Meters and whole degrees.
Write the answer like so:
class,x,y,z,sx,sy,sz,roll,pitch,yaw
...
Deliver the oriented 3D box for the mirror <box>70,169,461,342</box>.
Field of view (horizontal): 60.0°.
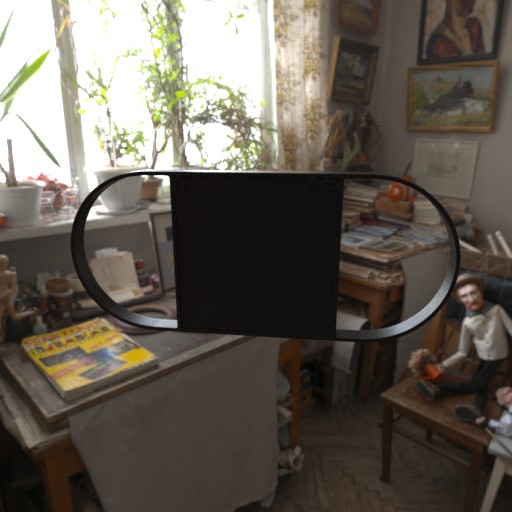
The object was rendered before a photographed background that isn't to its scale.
class,x,y,z,sx,sy,sz,roll,pitch,yaw
mirror,0.000,0.000,0.675,0.584,0.254,0.032,2,16,7
